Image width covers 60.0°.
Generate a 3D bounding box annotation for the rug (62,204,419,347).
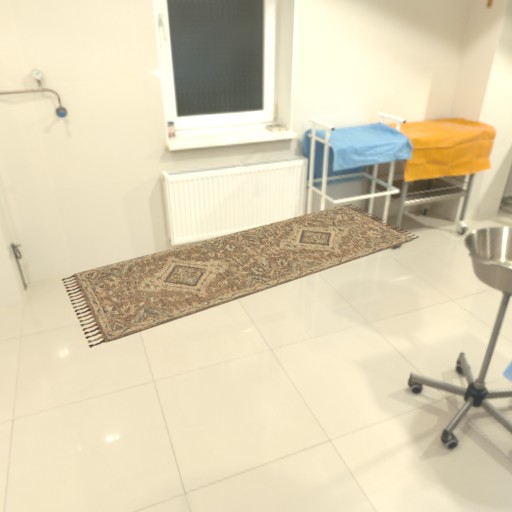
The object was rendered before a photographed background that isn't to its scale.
[{"bbox_3d":[0.000,0.000,2.882,2.378,0.018,1.324,-7,30,-13],"label":"rug"}]
